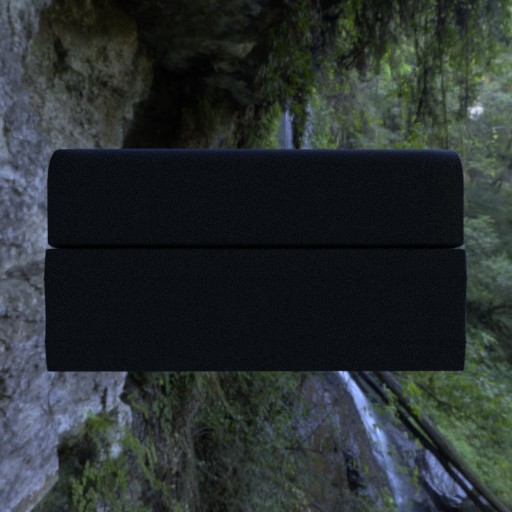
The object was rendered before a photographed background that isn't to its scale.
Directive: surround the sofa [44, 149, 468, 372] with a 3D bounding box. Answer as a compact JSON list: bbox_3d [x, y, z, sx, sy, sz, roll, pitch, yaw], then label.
[{"bbox_3d":[0.000,0.000,1.635,1.219,0.660,0.762,0,0,0],"label":"sofa"}]
